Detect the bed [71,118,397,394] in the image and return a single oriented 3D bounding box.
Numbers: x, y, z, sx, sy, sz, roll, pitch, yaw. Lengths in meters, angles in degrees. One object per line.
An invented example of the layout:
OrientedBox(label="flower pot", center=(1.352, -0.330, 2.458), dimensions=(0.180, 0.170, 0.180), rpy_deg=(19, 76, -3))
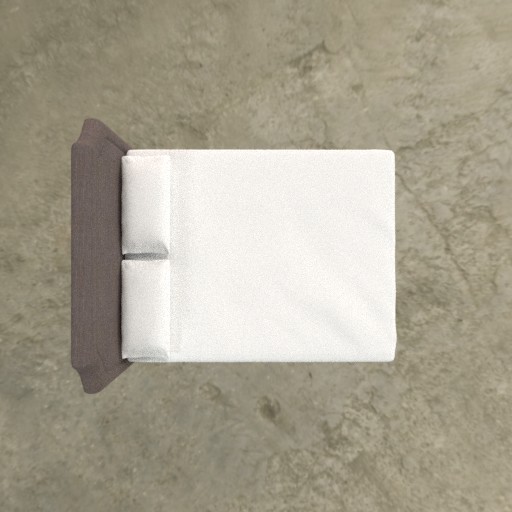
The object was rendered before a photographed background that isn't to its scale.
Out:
OrientedBox(label="bed", center=(0.000, 0.000, 3.140), dimensions=(2.116, 1.290, 1.693), rpy_deg=(0, 90, 0))
